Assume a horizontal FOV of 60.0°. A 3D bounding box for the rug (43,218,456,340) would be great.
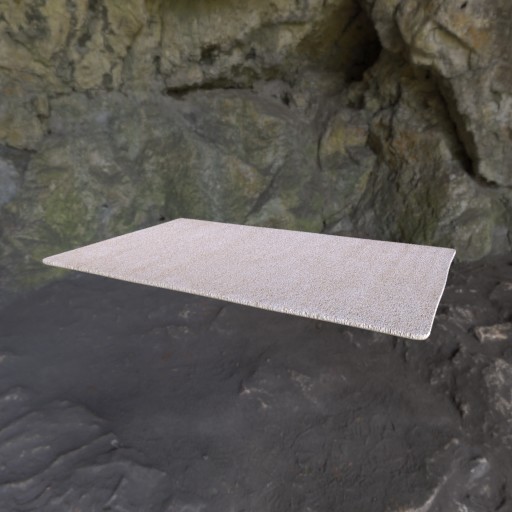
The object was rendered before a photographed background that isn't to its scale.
[{"bbox_3d":[0.000,0.000,2.956,2.349,0.026,1.500,8,18,26],"label":"rug"}]
